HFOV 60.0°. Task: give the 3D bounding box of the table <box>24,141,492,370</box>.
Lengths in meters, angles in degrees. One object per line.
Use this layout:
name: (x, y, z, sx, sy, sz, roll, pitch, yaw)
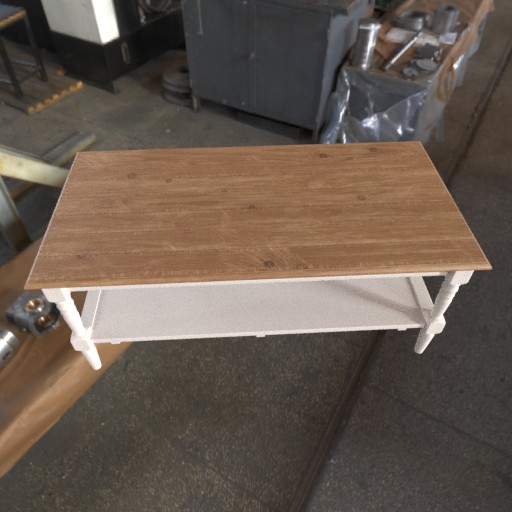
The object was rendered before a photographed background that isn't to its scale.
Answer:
table: (0.000, 0.000, 1.404, 1.118, 0.458, 0.559, -2, 46, -2)
